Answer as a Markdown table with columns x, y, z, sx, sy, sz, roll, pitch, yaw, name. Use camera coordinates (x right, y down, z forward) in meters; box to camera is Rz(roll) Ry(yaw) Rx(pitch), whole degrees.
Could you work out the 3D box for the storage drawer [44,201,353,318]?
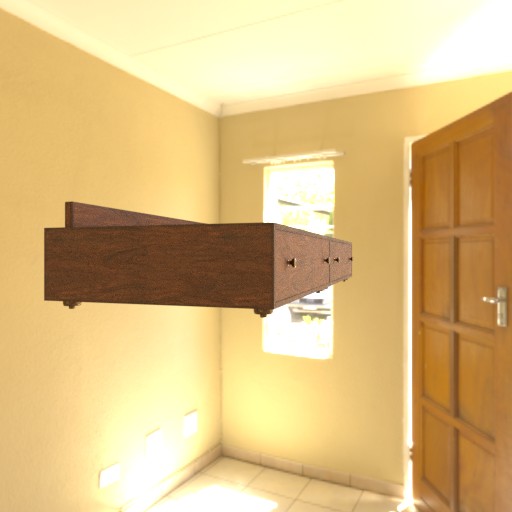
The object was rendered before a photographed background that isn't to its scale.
| x | y | z | sx | sy | sz | roll | pitch | yaw | name |
| --- | --- | --- | --- | --- | --- | --- | --- | --- | --- |
| 0.000 | 0.000 | 2.183 | 0.774 | 0.339 | 1.914 | 0 | 0 | 18 | storage drawer |
